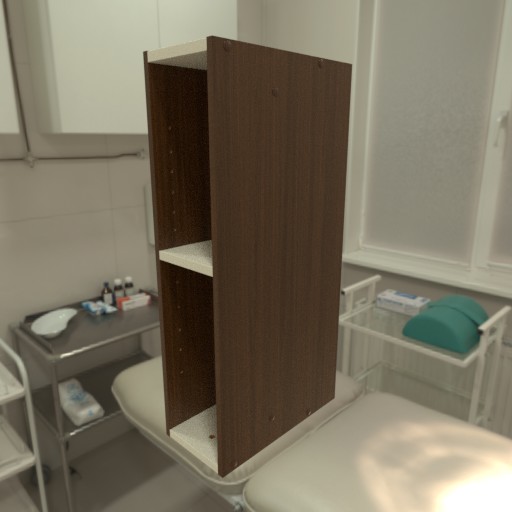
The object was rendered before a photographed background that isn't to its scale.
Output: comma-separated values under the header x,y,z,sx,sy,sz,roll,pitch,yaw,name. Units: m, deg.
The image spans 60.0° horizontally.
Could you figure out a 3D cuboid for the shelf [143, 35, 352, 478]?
x,y,z,sx,sy,sz,roll,pitch,yaw,name
0.000,0.000,0.728,0.147,0.600,0.290,14,21,42,shelf
